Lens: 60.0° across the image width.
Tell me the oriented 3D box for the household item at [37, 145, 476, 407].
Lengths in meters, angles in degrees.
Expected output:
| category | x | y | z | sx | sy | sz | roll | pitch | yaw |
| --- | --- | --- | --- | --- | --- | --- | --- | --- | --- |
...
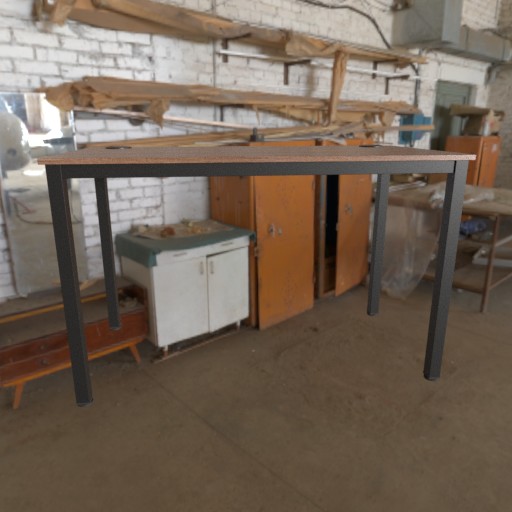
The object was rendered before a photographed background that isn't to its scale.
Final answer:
| category | x | y | z | sx | sy | sz | roll | pitch | yaw |
| --- | --- | --- | --- | --- | --- | --- | --- | --- | --- |
| household item | 0.000 | 0.000 | 1.591 | 1.200 | 0.750 | 0.600 | -2 | 17 | -7 |
